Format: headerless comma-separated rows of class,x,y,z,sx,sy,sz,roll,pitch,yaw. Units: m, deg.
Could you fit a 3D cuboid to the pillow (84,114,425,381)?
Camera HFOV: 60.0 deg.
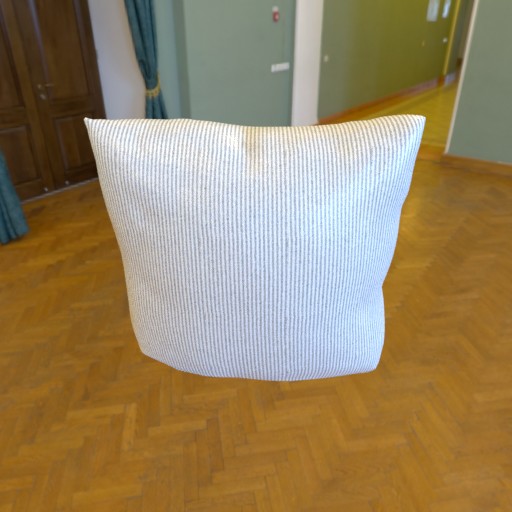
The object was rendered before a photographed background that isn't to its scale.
pillow,0.000,0.000,0.688,0.387,0.432,0.310,18,34,30
